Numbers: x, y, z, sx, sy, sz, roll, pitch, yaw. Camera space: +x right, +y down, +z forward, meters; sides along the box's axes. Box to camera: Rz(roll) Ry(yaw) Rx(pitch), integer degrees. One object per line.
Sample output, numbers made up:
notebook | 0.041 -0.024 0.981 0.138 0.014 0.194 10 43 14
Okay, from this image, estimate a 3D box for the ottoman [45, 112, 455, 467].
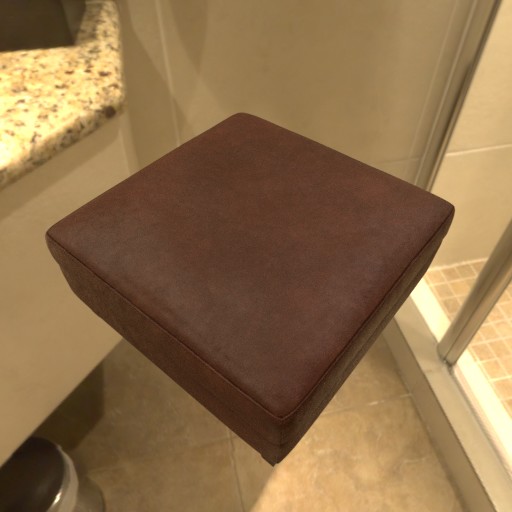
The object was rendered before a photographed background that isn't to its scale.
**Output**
ottoman | 0.000 0.000 1.322 0.836 0.415 0.844 32 55 26
